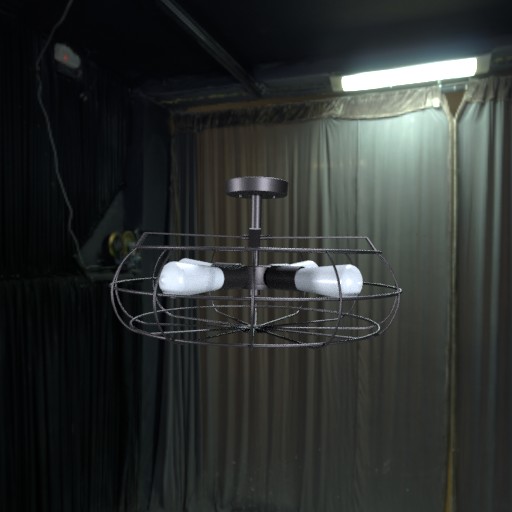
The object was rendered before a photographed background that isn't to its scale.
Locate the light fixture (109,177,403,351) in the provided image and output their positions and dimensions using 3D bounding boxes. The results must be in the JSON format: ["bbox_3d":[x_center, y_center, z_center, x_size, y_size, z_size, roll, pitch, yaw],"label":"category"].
[{"bbox_3d":[0.000,0.000,0.927,0.582,0.311,0.582,0,0,0],"label":"light fixture"}]
